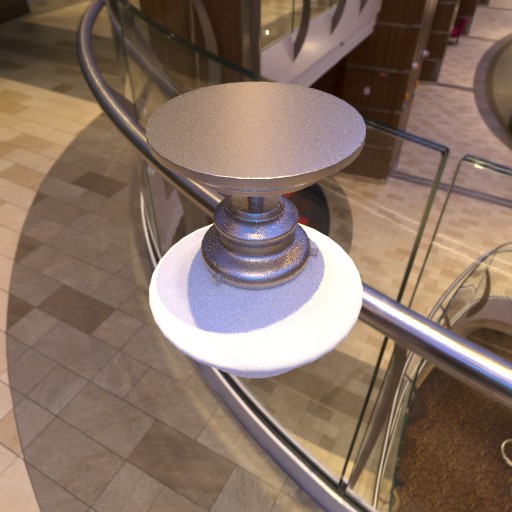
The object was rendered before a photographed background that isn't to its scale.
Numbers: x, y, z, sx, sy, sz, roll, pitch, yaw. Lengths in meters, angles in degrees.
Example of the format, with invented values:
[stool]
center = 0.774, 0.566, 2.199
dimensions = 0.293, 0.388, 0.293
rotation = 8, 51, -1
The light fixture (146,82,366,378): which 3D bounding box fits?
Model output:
[light fixture]
center = 0.000, 0.000, 0.396
dimensions = 0.199, 0.254, 0.199
rotation = 0, 42, 0
